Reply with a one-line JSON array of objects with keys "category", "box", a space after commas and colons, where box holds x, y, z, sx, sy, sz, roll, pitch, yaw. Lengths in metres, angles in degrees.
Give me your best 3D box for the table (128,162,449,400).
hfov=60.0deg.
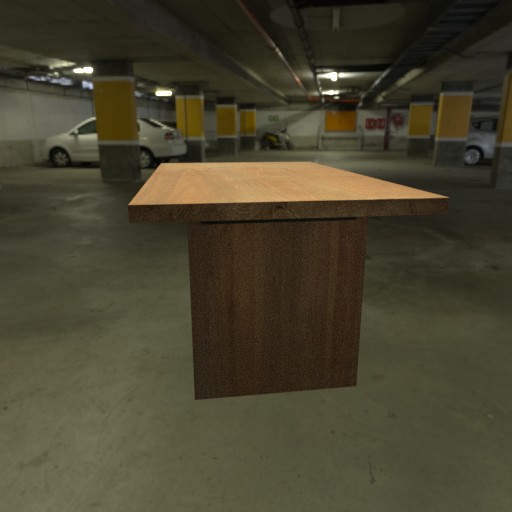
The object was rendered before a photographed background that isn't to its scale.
[{"category": "table", "box": [0.000, 0.000, 2.147, 0.946, 0.780, 1.609, -2, 16, -8]}]
